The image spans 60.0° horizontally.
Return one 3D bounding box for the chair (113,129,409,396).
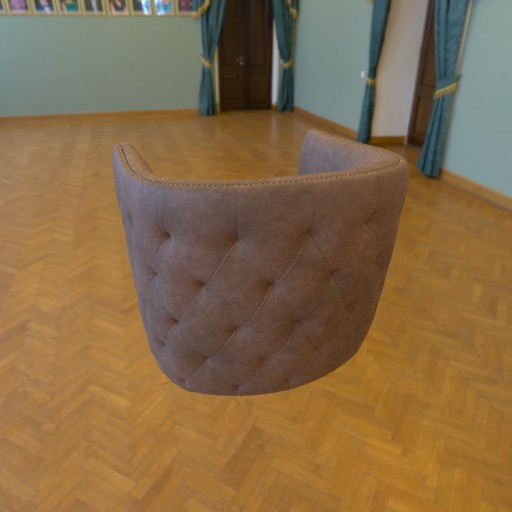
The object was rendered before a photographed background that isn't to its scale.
[{"bbox_3d":[0.000,0.000,1.512,0.850,0.790,0.870,-8,29,-16],"label":"chair"}]
